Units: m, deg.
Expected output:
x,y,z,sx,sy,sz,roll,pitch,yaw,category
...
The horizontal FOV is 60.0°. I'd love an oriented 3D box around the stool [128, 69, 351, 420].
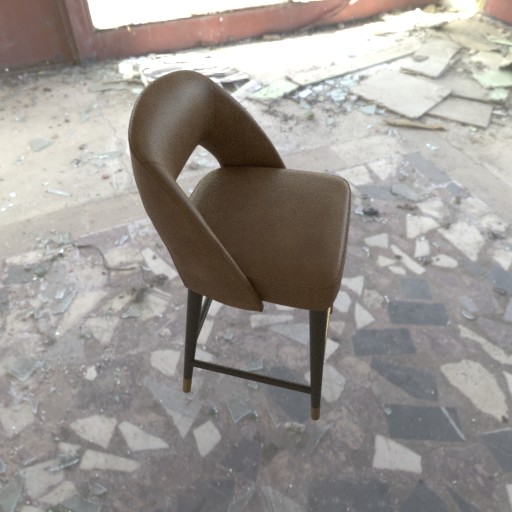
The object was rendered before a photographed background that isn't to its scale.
x,y,z,sx,sy,sz,roll,pitch,yaw,category
0.000,0.000,1.264,0.509,0.940,0.494,9,46,9,stool
